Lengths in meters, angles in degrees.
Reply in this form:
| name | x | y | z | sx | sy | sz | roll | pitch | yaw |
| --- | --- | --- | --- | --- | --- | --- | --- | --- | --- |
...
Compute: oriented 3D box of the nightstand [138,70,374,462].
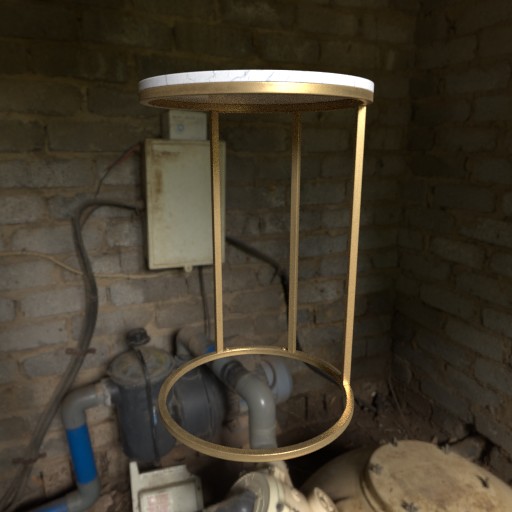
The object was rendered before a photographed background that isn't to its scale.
| name | x | y | z | sx | sy | sz | roll | pitch | yaw |
| --- | --- | --- | --- | --- | --- | --- | --- | --- | --- |
| nightstand | 0.000 | 0.000 | 0.853 | 0.400 | 0.610 | 0.400 | 7 | 16 | 26 |
